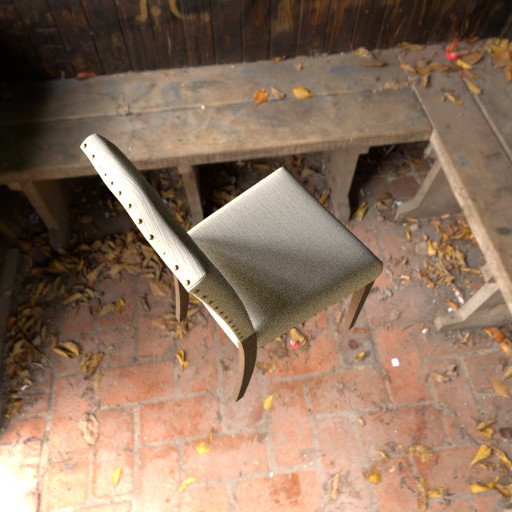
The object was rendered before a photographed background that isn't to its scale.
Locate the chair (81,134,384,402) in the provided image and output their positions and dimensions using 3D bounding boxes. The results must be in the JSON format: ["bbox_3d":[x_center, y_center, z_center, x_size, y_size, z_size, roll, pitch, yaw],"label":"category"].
[{"bbox_3d":[0.000,0.000,1.336,0.619,1.015,0.508,-33,64,-18],"label":"chair"}]
